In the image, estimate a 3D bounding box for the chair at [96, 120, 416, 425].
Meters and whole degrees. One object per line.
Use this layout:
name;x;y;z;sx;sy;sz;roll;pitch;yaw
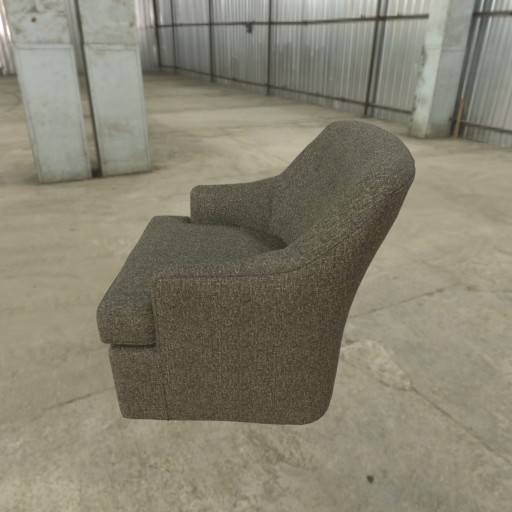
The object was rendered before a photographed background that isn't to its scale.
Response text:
chair;0.000;0.000;1.576;0.923;0.856;0.864;0;26;1
